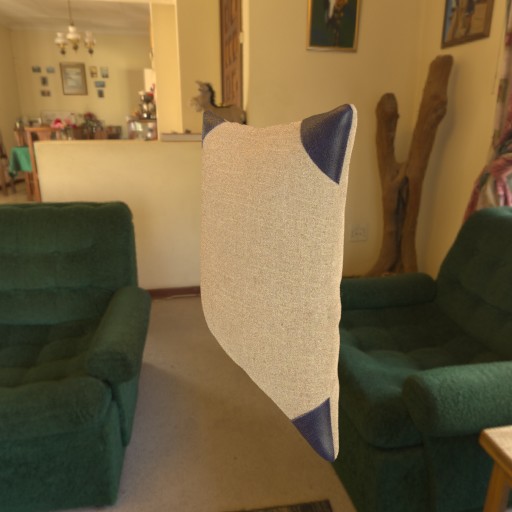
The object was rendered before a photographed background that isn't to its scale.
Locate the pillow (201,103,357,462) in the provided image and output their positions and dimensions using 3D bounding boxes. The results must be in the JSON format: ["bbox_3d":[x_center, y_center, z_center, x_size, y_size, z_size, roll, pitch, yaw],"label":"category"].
[{"bbox_3d":[0.000,0.000,0.694,0.147,0.441,0.440,-9,19,-26],"label":"pillow"}]
